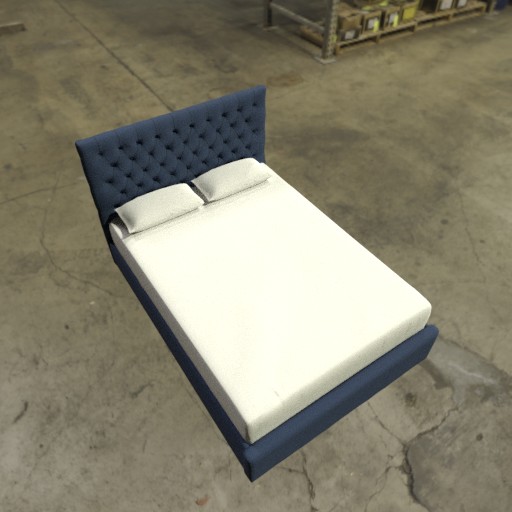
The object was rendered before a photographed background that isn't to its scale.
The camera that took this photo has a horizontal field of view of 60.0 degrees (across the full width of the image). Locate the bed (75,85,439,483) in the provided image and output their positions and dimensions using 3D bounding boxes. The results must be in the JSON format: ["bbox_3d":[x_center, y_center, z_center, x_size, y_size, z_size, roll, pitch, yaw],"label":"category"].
[{"bbox_3d":[0.000,0.000,3.430,1.706,1.427,2.387,-26,51,-23],"label":"bed"}]
